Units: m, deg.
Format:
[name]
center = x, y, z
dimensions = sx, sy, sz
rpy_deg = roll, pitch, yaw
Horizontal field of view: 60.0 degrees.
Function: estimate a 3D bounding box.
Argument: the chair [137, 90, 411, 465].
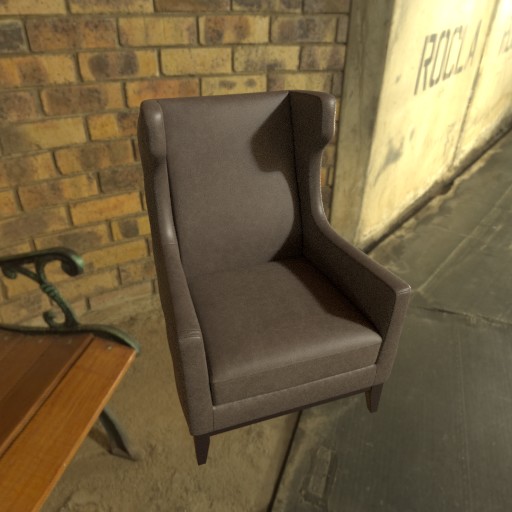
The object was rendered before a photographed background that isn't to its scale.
[chair]
center = 0.000, 0.000, 1.667
dimensions = 0.769, 1.079, 0.899
rpy_deg = -10, 32, -16
